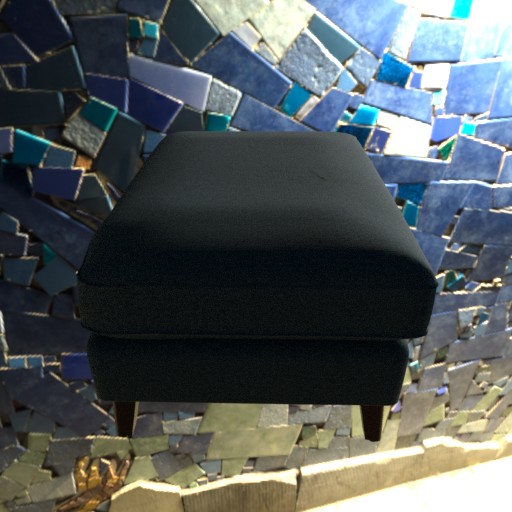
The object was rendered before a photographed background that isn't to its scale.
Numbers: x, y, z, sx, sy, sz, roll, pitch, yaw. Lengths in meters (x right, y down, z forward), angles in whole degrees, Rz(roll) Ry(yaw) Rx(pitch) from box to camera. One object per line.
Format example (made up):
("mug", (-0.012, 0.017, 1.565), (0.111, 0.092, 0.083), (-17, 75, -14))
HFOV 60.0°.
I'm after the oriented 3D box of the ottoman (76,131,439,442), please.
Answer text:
("ottoman", (0.000, 0.000, 1.173), (0.629, 0.503, 0.835), (1, 31, 1))
